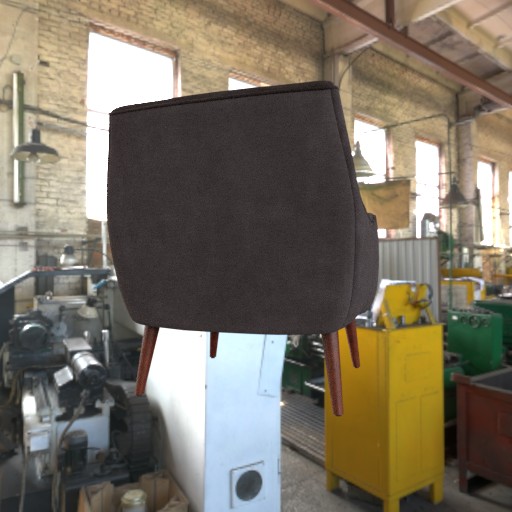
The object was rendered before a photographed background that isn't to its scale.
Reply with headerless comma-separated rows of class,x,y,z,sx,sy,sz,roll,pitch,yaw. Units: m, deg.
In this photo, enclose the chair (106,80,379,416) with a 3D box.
chair,0.000,0.000,1.466,0.762,0.838,0.787,0,-1,18
